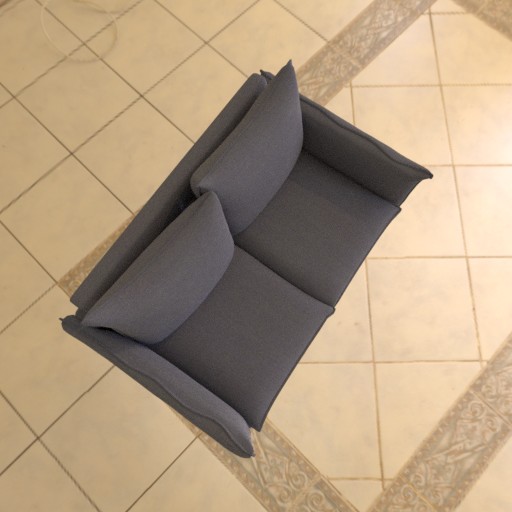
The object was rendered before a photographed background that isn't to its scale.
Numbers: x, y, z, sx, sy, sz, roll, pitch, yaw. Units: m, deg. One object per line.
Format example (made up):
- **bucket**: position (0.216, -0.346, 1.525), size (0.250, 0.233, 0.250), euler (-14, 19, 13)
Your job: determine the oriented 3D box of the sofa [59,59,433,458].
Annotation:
- **sofa**: position (0.000, 0.000, 1.813), size (0.820, 0.840, 1.300), euler (34, 77, 9)
